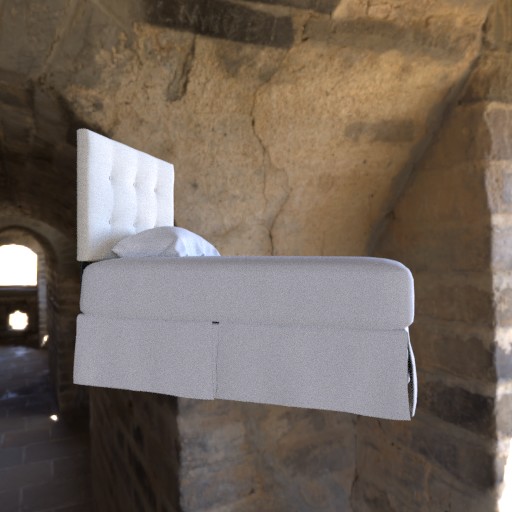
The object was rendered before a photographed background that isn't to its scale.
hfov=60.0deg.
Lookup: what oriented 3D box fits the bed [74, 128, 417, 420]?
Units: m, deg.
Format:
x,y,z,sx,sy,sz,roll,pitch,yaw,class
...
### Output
x,y,z,sx,sy,sz,roll,pitch,yaw,class
0.000,0.000,2.969,1.997,1.571,1.261,0,0,17,bed
